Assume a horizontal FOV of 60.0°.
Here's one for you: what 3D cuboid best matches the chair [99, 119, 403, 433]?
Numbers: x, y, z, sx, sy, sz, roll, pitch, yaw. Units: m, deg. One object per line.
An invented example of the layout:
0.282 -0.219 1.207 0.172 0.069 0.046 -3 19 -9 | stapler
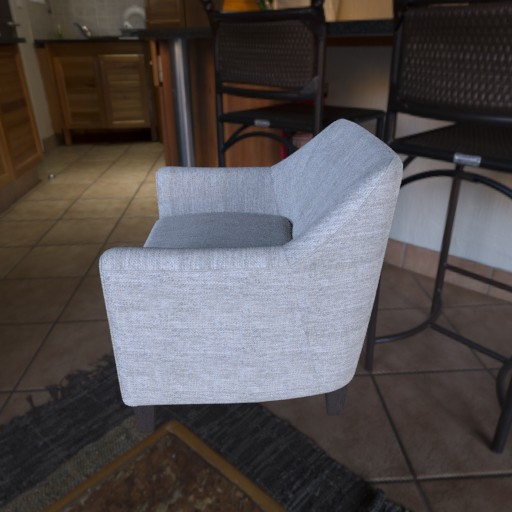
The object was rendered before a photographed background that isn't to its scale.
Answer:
0.000 0.000 1.436 0.758 0.761 0.796 0 27 -1 | chair
